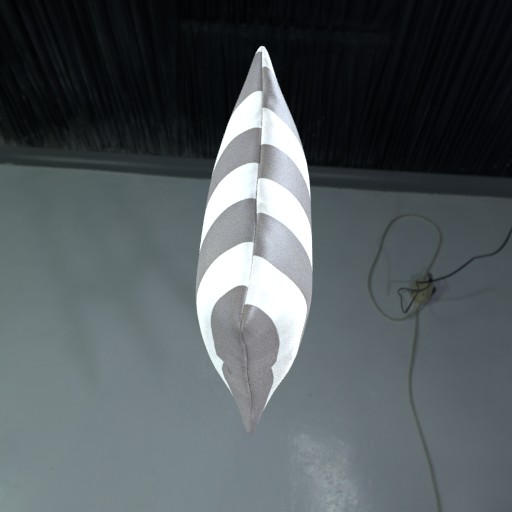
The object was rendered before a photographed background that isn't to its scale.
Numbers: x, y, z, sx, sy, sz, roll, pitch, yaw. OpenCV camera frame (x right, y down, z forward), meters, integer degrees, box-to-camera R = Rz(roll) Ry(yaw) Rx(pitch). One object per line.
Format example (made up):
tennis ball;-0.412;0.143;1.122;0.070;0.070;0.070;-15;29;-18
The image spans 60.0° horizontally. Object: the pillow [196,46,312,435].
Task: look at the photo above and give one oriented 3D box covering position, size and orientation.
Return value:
pillow;0.000;0.000;0.808;0.192;0.507;0.522;2;56;2
